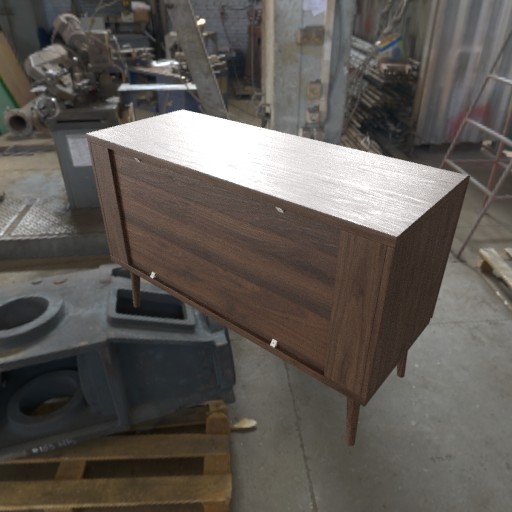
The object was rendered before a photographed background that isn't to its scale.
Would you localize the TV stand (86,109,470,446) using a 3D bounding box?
[{"bbox_3d":[0.000,0.000,1.361,0.990,0.660,0.405,24,39,33],"label":"TV stand"}]
